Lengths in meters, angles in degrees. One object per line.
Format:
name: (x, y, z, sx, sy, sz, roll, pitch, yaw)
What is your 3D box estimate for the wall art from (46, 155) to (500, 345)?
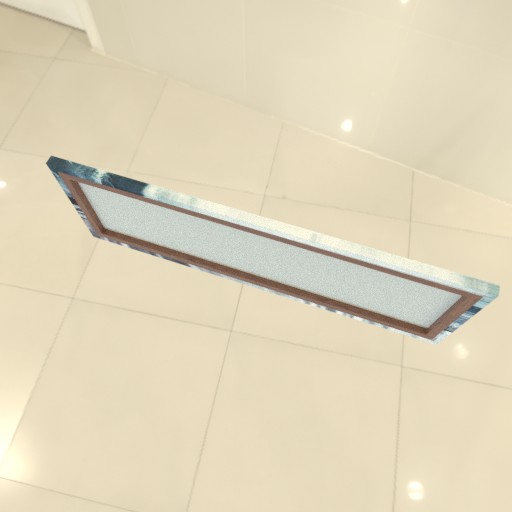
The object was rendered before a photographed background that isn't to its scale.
wall art: (0.000, 0.000, 1.650, 1.524, 0.509, 0.037, 17, 64, 9)
